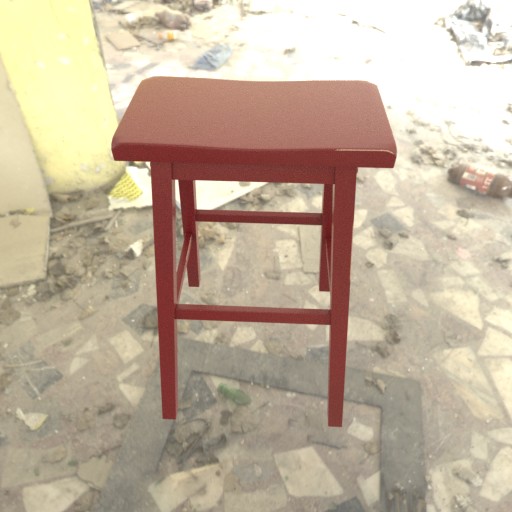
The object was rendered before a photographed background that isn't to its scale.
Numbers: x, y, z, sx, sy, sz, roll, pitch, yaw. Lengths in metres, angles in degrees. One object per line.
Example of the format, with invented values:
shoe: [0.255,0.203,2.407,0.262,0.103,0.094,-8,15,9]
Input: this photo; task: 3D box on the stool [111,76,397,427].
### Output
stool: [0.000,0.000,1.029,0.457,0.737,0.476,2,46,2]
